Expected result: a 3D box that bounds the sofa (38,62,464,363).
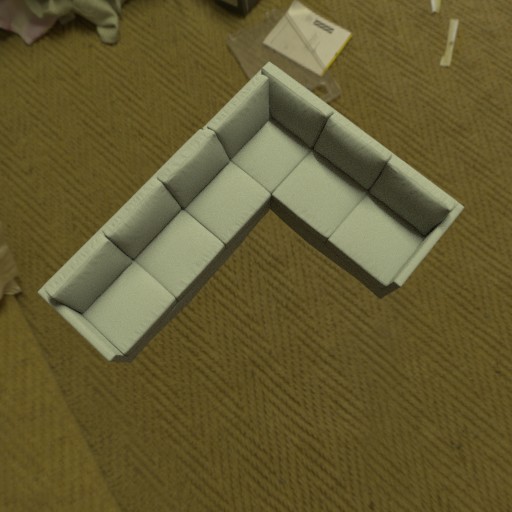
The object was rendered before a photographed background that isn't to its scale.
[{"bbox_3d":[0.000,0.000,4.278,2.432,0.871,3.182,40,80,9],"label":"sofa"}]
